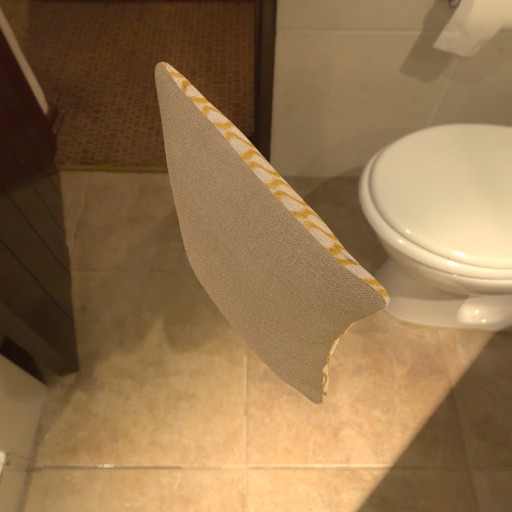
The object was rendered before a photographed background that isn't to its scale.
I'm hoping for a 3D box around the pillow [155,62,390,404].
[{"bbox_3d":[0.000,0.000,0.680,0.159,0.436,0.429,-33,64,-18],"label":"pillow"}]
